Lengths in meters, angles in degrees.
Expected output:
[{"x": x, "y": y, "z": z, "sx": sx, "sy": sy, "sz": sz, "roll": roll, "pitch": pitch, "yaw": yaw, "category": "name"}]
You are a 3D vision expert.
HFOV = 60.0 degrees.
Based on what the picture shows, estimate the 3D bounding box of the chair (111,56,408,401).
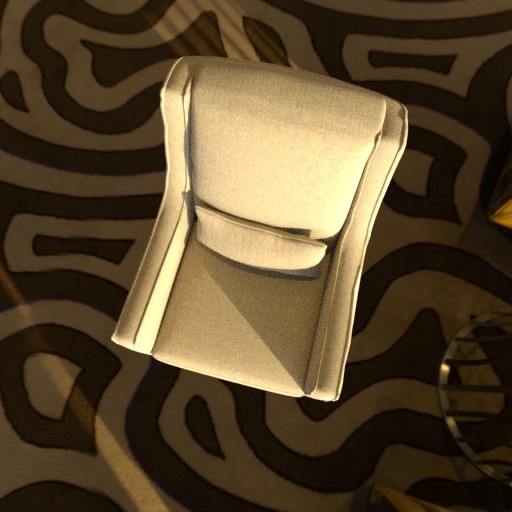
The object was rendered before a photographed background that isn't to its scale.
[{"x": 0.000, "y": 0.000, "z": 1.581, "sx": 0.732, "sy": 0.993, "sz": 0.879, "roll": 14, "pitch": 75, "yaw": 4, "category": "chair"}]
